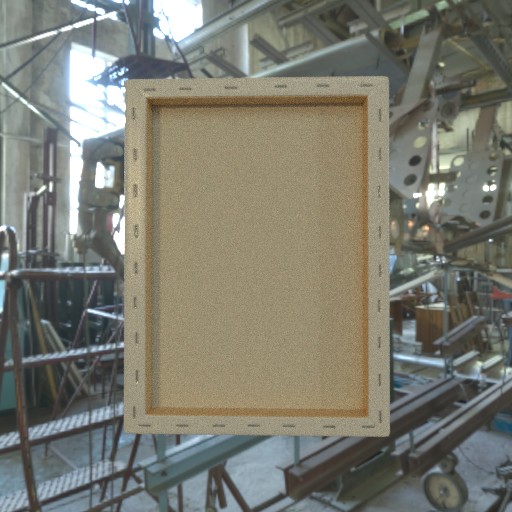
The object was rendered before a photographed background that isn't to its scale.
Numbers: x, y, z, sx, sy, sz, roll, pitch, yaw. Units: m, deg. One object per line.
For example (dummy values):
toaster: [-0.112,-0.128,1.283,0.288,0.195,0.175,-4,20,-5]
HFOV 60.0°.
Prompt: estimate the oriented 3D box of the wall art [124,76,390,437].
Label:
wall art: [0.000,0.000,0.776,0.455,0.613,0.037,0,0,2]
